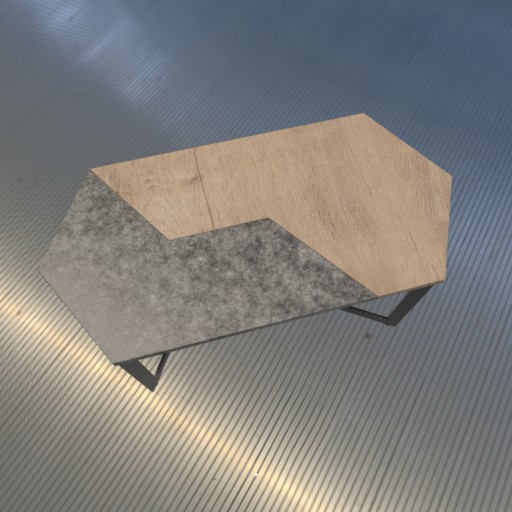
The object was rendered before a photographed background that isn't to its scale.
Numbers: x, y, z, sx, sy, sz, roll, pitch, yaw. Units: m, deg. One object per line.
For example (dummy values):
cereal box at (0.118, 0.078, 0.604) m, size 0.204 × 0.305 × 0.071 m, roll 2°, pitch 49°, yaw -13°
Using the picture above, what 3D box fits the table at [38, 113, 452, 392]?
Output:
table at (0.000, 0.000, 1.468) m, size 1.219 × 0.457 × 0.609 m, roll -13°, pitch 64°, yaw -6°
